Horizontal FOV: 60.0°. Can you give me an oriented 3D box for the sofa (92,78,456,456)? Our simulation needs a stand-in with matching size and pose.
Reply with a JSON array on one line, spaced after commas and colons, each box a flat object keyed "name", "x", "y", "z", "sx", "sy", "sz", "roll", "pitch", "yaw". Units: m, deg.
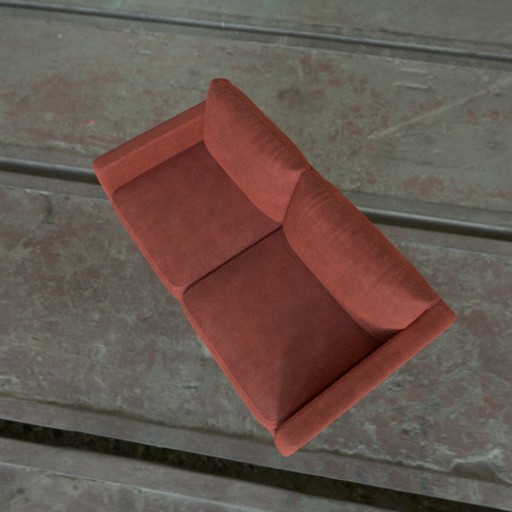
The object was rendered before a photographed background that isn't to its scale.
[{"name": "sofa", "x": 0.000, "y": 0.000, "z": 2.116, "sx": 0.864, "sy": 0.896, "sz": 1.574, "roll": -33, "pitch": 69, "yaw": -15}]
